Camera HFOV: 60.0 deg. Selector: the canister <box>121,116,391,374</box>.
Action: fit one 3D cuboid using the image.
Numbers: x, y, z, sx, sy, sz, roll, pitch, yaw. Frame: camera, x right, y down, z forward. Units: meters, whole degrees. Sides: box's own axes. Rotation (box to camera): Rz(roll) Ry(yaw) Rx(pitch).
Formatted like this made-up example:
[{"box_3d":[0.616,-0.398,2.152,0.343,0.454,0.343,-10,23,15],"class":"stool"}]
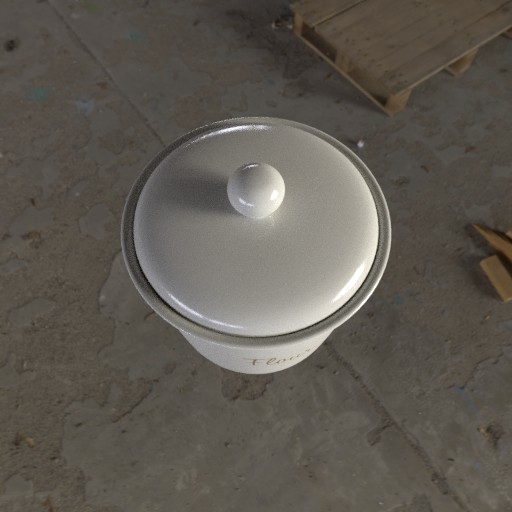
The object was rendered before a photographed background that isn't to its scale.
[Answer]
[{"box_3d":[0.000,0.000,0.352,0.182,0.208,0.182,0,63,0],"class":"canister"}]
